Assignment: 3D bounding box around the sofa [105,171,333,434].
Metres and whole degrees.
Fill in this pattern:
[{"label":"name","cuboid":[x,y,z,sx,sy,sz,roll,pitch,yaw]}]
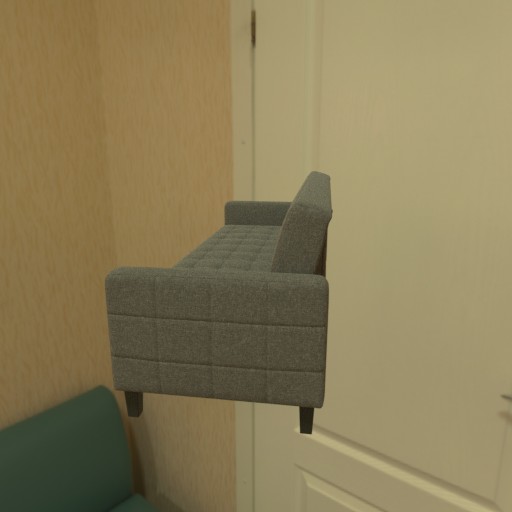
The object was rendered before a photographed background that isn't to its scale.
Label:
[{"label":"sofa","cuboid":[0.000,0.000,2.510,0.810,0.850,2.040,2,15,9]}]
